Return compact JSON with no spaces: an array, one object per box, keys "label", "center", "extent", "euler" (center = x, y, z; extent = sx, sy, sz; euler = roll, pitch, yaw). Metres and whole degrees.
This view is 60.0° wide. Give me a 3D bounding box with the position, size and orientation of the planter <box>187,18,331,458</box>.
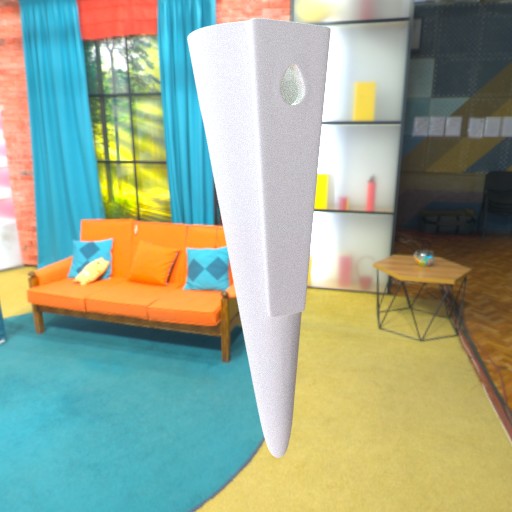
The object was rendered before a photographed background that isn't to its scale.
[{"label":"planter","center":[0.000,0.000,0.215],"extent":[0.057,0.193,0.064],"euler":[-8,17,-25]}]
